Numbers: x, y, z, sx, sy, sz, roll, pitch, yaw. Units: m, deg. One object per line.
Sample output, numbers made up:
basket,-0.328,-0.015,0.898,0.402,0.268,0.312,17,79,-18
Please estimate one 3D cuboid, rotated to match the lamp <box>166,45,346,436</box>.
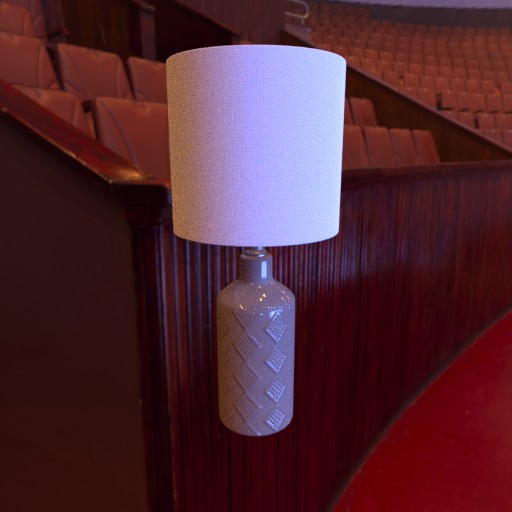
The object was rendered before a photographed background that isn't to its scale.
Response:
lamp,0.000,0.000,0.573,0.207,0.461,0.207,7,15,26
